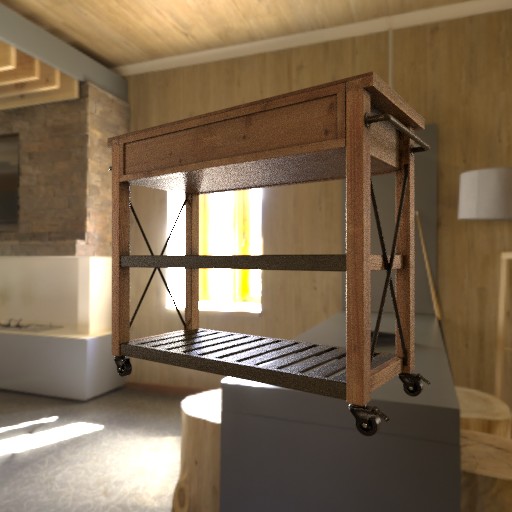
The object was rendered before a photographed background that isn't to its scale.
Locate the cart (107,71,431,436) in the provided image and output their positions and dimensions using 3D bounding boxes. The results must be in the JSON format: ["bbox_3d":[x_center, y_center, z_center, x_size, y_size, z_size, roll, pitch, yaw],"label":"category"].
[{"bbox_3d":[0.000,0.000,0.974,0.686,0.554,0.298,0,0,36],"label":"cart"}]
